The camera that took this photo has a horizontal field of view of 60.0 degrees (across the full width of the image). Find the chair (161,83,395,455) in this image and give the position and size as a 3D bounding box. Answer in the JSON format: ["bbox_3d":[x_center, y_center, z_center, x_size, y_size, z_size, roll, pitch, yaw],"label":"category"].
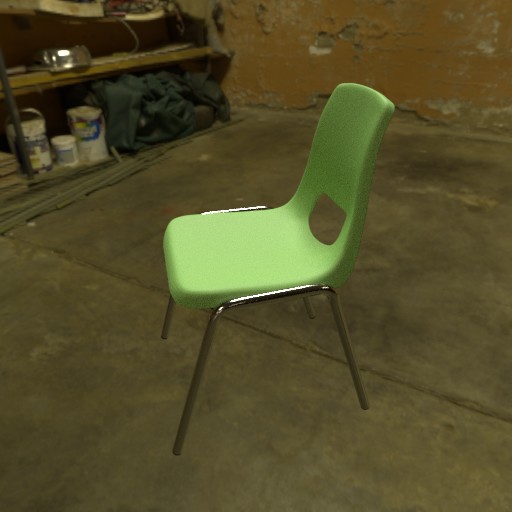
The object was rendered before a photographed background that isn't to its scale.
[{"bbox_3d":[0.000,0.000,0.924,0.436,0.653,0.381,-7,31,-12],"label":"chair"}]
